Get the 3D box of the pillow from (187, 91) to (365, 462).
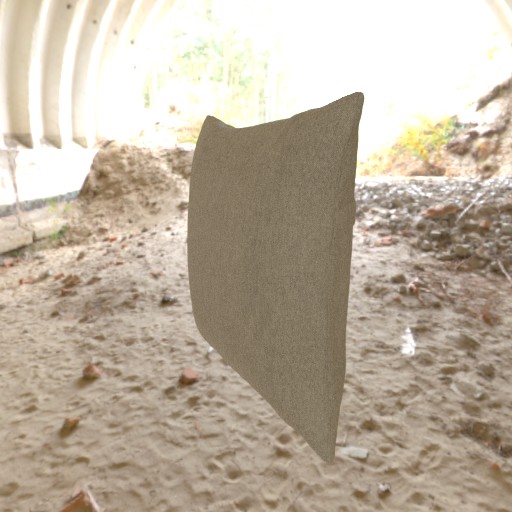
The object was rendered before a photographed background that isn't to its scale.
[{"bbox_3d":[0.000,0.000,0.680,0.173,0.436,0.433,-7,16,-26],"label":"pillow"}]
